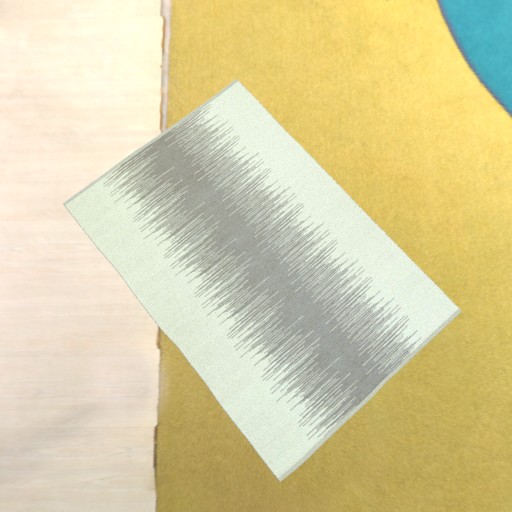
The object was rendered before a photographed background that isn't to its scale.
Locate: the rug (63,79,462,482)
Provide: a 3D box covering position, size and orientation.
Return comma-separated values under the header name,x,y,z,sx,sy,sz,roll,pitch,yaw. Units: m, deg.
name,x,y,z,sx,sy,sz,roll,pitch,yaw
rug,0.000,0.000,2.331,1.226,0.007,1.815,-39,78,-10
